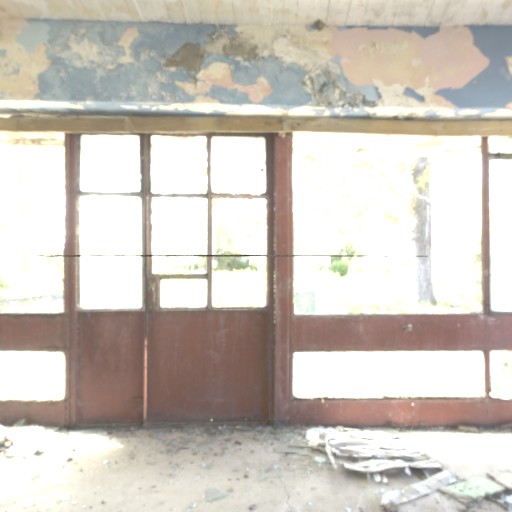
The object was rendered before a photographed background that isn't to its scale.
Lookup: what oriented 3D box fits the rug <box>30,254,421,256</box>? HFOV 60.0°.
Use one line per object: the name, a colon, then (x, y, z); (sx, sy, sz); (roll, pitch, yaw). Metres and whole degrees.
rug: (0.000, 0.000, 3.567); (1.971, 0.010, 2.651); (0, 0, 36)
